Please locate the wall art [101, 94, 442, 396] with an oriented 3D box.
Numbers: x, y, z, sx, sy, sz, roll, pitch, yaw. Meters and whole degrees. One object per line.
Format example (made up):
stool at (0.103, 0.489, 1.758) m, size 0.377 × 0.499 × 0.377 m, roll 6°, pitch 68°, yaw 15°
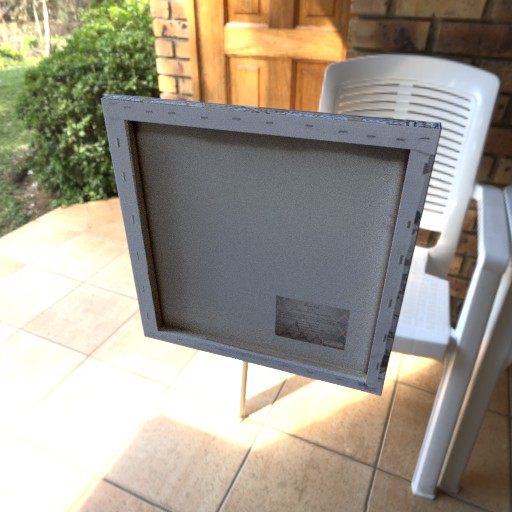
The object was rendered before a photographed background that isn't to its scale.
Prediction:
wall art at (0.000, 0.000, 0.933) m, size 0.609 × 0.607 × 0.036 m, roll 10°, pitch 34°, yaw 16°
